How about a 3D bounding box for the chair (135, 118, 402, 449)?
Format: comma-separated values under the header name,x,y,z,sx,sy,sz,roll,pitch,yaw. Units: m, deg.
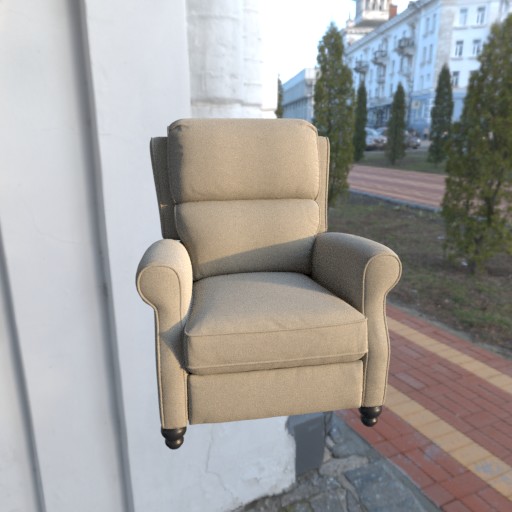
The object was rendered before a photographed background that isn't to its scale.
name,x,y,z,sx,sy,sz,roll,pitch,yaw
chair,0.000,0.000,1.737,0.859,1.046,0.919,-3,16,-9
